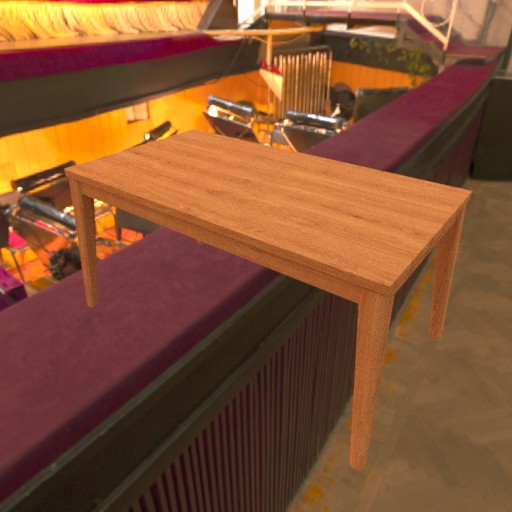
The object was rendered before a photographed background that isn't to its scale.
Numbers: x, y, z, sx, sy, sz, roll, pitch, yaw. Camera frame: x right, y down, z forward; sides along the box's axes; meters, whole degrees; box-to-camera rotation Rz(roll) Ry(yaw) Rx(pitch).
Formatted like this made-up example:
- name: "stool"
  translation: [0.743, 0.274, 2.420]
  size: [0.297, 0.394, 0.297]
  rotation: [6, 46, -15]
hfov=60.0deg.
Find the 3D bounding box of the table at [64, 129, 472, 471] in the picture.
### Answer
- name: "table"
  translation: [0.000, 0.000, 2.078]
  size: [1.600, 0.760, 0.900]
  rotation: [21, 37, 31]
